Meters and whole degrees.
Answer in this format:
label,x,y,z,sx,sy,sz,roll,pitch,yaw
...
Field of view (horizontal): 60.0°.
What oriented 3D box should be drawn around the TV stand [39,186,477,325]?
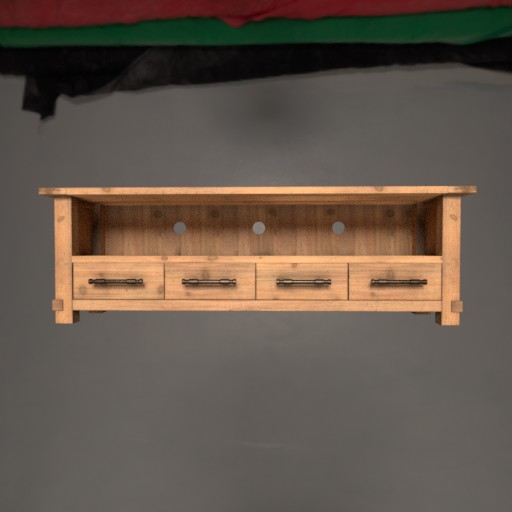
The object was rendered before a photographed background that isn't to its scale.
label,x,y,z,sx,sy,sz,roll,pitch,yaw
TV stand,0.000,0.000,2.031,1.804,0.573,0.453,0,0,2
